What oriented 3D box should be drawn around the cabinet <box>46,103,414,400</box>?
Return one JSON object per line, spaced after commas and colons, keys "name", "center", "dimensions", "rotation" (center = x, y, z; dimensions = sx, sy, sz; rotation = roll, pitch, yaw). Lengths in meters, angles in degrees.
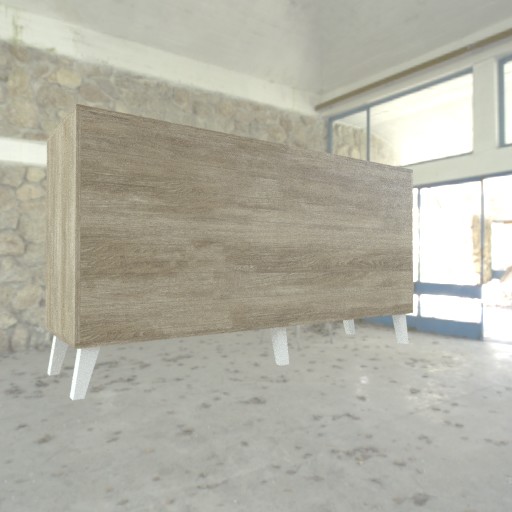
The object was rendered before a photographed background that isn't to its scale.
{"name": "cabinet", "center": [0.000, 0.000, 1.931], "dimensions": [1.600, 0.870, 0.450], "rotation": [1, -1, -35]}
